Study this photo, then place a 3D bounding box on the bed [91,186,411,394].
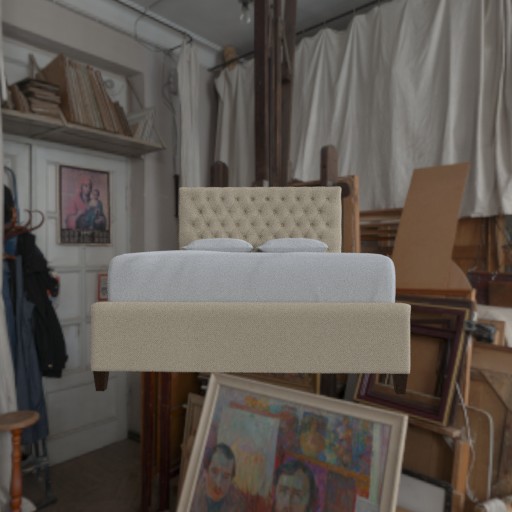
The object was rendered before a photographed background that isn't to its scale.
[{"bbox_3d":[0.000,0.000,3.480,1.698,1.427,2.387,0,0,2],"label":"bed"}]
